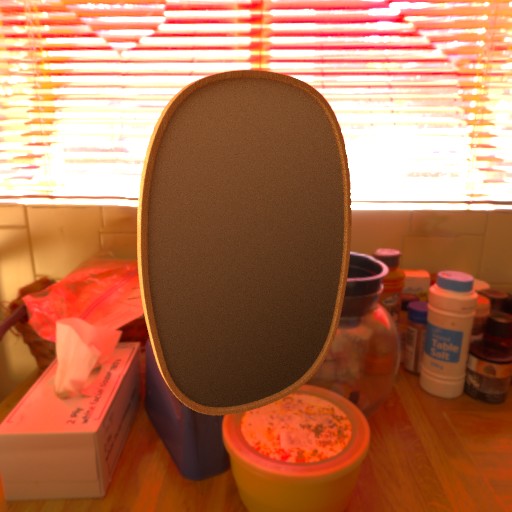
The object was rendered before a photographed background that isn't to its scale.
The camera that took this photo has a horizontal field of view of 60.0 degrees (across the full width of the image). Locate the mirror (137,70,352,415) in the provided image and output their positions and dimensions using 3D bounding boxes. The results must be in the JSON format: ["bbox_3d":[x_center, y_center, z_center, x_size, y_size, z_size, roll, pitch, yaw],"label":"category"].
[{"bbox_3d":[0.000,0.000,1.384,0.724,1.075,0.037,-8,18,-27],"label":"mirror"}]
